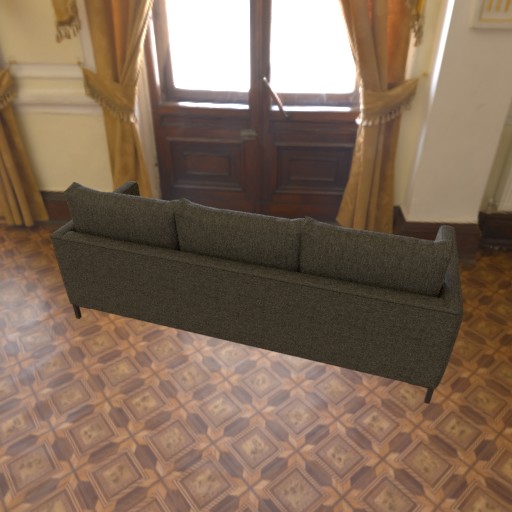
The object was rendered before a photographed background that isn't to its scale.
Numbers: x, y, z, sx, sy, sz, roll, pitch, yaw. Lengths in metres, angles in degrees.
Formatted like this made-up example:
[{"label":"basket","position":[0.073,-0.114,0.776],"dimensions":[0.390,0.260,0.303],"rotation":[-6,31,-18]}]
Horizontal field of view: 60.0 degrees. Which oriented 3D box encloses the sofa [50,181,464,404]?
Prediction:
[{"label":"sofa","position":[0.000,0.000,2.697],"dimensions":[2.253,0.879,0.876],"rotation":[10,34,15]}]
